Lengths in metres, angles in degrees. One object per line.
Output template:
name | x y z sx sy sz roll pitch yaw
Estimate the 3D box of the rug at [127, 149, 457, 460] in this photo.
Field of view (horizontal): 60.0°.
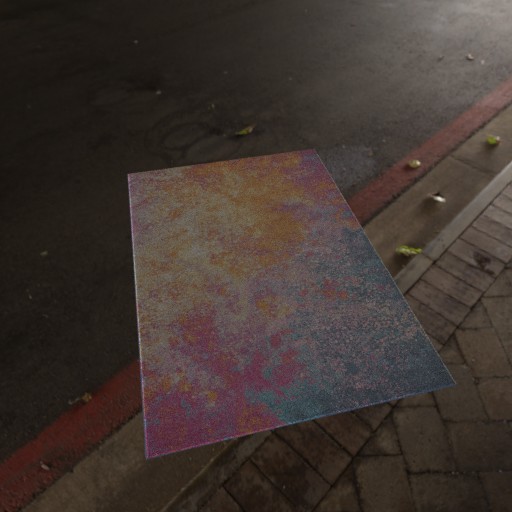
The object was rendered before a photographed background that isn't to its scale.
rug | 0.000 0.000 3.709 2.007 0.013 2.896 -10 47 -9
